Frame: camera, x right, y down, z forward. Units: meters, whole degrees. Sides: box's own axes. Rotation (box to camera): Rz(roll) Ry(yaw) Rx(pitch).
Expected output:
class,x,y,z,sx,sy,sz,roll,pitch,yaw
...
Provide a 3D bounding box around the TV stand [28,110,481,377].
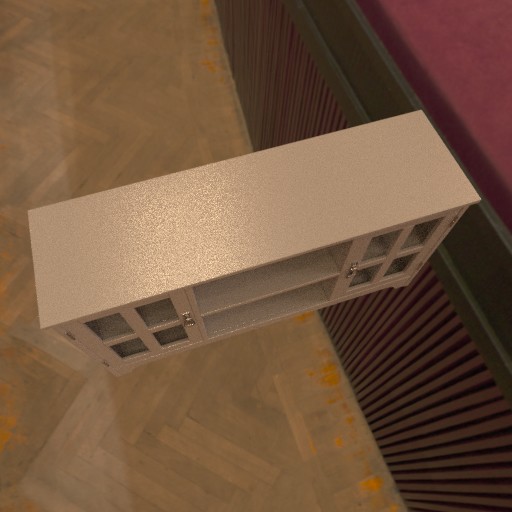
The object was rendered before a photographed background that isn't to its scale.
class,x,y,z,sx,sy,sz,roll,pitch,yaw
TV stand,0.000,0.000,1.455,1.167,0.603,0.344,-16,64,-8
